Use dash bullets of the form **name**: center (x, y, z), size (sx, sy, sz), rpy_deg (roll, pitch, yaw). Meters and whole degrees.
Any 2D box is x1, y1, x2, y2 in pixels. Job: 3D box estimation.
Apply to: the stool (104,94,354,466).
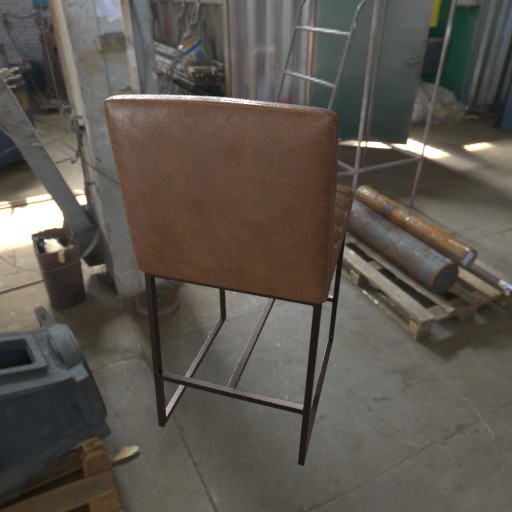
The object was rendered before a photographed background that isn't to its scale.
- **stool**: center (0.000, 0.000, 1.231), size (0.463, 0.942, 0.562), rpy_deg (9, 32, 15)
